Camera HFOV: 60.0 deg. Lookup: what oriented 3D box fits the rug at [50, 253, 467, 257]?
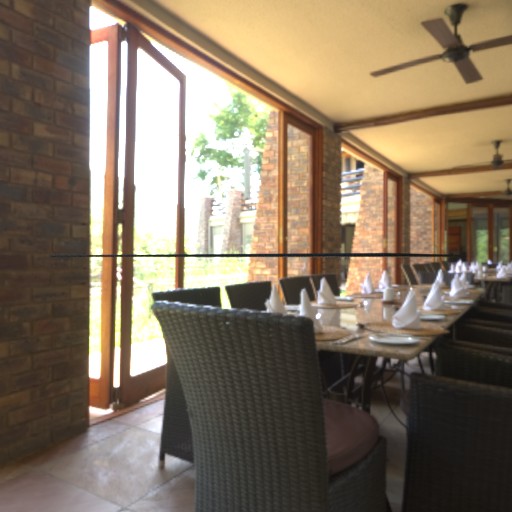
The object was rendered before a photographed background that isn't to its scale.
[{"bbox_3d":[0.000,0.000,2.904,2.290,0.014,1.526,0,0,35],"label":"rug"}]
